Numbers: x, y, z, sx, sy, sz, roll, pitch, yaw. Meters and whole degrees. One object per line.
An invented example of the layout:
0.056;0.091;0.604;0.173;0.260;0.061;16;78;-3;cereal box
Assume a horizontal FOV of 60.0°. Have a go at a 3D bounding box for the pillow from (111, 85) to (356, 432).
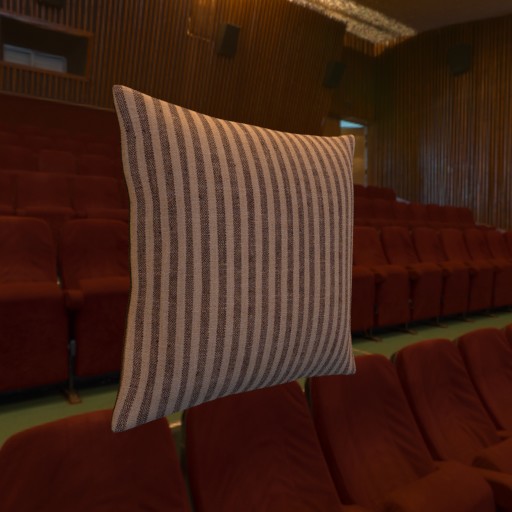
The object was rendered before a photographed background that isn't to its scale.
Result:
0.000;0.000;0.792;0.523;0.506;0.166;-1;2;-36;pillow
